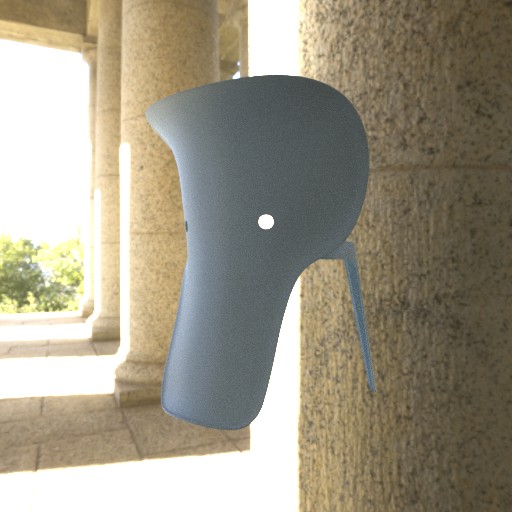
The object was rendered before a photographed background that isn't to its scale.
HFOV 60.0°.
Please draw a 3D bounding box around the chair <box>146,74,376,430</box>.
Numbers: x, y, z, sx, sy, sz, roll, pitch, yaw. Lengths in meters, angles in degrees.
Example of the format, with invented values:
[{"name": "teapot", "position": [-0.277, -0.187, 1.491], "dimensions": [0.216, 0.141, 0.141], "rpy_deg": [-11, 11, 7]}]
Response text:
[{"name": "chair", "position": [0.000, 0.000, 0.888], "dimensions": [0.451, 0.554, 0.402], "rpy_deg": [0, 0, 37]}]
